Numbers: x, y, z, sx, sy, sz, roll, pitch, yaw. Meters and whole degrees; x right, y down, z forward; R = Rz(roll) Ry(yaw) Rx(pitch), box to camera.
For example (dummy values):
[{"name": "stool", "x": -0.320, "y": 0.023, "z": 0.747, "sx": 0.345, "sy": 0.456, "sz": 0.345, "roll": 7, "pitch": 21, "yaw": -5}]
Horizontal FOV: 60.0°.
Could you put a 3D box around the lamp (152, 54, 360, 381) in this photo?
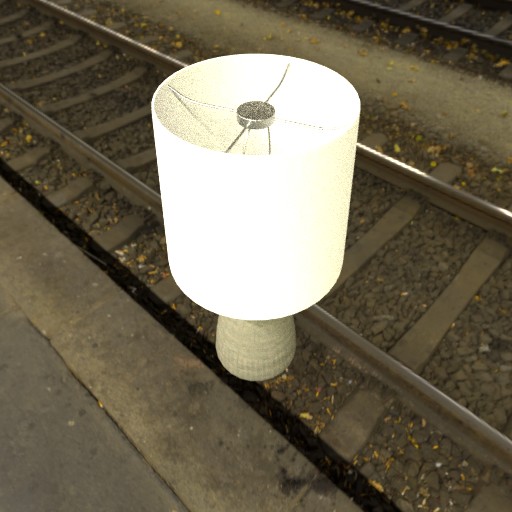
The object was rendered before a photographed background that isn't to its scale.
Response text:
[{"name": "lamp", "x": 0.000, "y": 0.000, "z": 0.487, "sx": 0.186, "sy": 0.369, "sz": 0.186, "roll": 0, "pitch": 47, "yaw": 0}]
